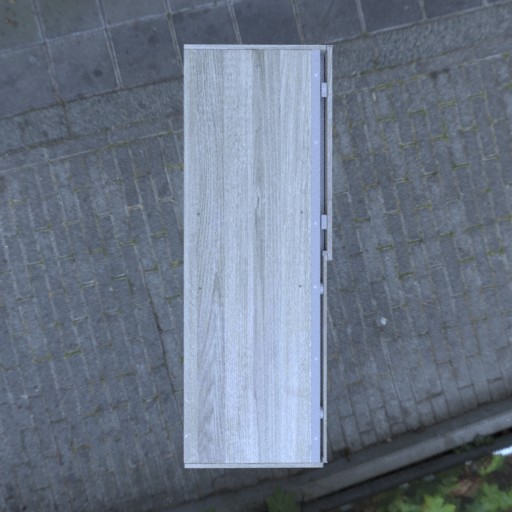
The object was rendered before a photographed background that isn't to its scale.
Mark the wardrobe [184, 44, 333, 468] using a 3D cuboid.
[{"bbox_3d":[0.000,0.000,2.838,0.629,1.960,1.780,0,90,-1],"label":"wardrobe"}]
